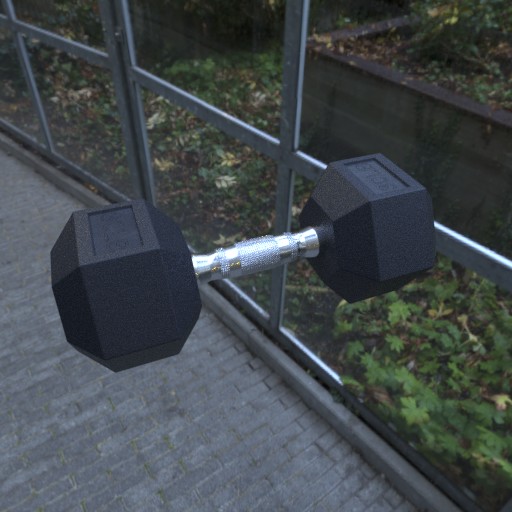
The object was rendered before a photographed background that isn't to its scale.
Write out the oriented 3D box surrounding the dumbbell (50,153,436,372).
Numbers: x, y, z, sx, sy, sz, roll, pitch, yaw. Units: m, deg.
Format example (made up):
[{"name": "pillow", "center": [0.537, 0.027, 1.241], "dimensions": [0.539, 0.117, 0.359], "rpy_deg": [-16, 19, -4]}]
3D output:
[{"name": "dumbbell", "center": [0.000, 0.000, 0.410], "dimensions": [0.337, 0.123, 0.142], "rpy_deg": [-14, 42, -16]}]
